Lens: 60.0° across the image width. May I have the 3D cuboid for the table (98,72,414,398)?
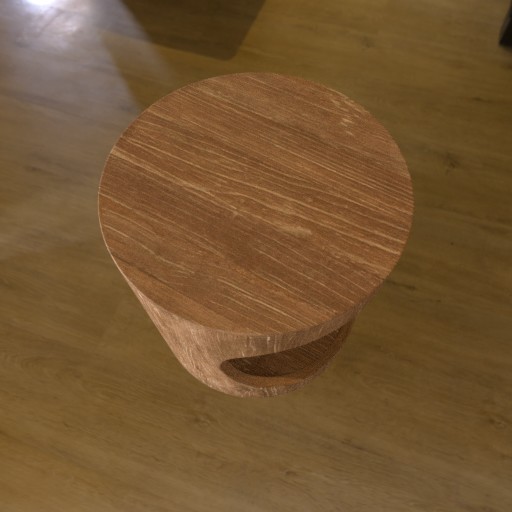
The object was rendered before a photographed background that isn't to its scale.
[{"bbox_3d":[0.000,0.000,0.993,0.527,0.551,0.527,0,63,0],"label":"table"}]
